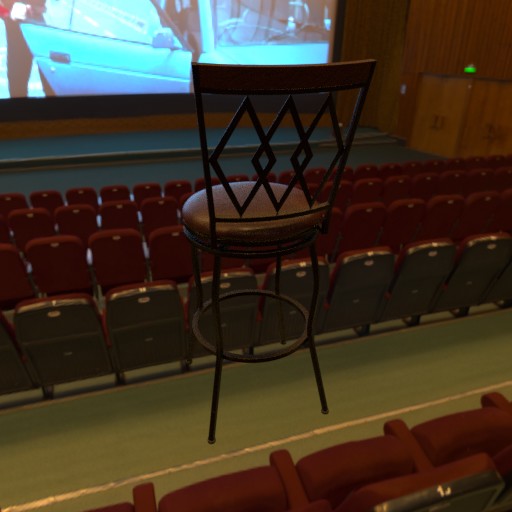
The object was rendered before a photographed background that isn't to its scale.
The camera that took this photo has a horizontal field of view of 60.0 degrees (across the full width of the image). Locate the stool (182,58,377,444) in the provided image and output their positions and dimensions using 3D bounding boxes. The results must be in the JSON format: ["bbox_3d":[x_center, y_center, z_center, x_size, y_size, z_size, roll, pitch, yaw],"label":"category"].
[{"bbox_3d":[0.000,0.000,1.375,0.432,1.134,0.521,-8,28,-16],"label":"stool"}]
